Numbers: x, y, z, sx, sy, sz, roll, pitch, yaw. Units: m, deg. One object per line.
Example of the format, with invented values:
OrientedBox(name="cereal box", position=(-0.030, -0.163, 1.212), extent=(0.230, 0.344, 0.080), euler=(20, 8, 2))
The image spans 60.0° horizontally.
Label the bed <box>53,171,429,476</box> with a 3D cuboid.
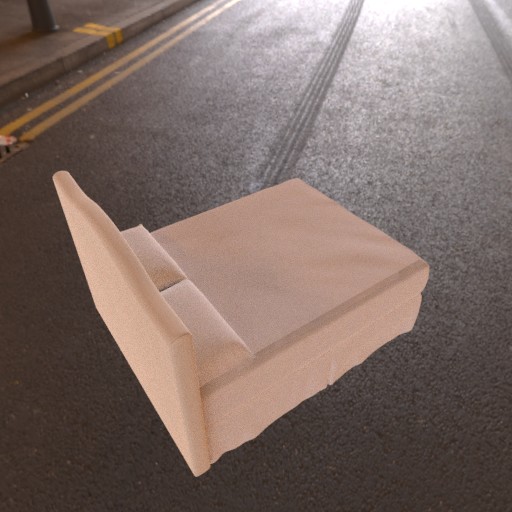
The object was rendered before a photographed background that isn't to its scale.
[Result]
OrientedBox(name="bed", position=(0.000, 0.000, 3.292), extent=(2.143, 1.460, 1.753), euler=(-24, 46, -26))
